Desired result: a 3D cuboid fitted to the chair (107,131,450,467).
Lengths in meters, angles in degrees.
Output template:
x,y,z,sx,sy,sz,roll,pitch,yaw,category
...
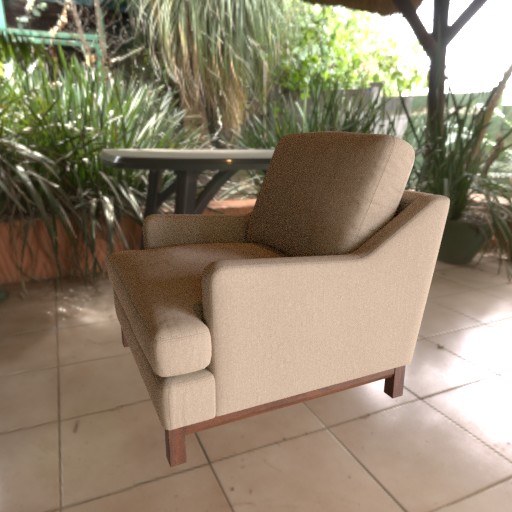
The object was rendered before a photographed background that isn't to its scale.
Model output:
x,y,z,sx,sy,sz,roll,pitch,yaw,category
0.000,0.000,1.684,1.001,0.916,0.912,-7,17,-24,chair
